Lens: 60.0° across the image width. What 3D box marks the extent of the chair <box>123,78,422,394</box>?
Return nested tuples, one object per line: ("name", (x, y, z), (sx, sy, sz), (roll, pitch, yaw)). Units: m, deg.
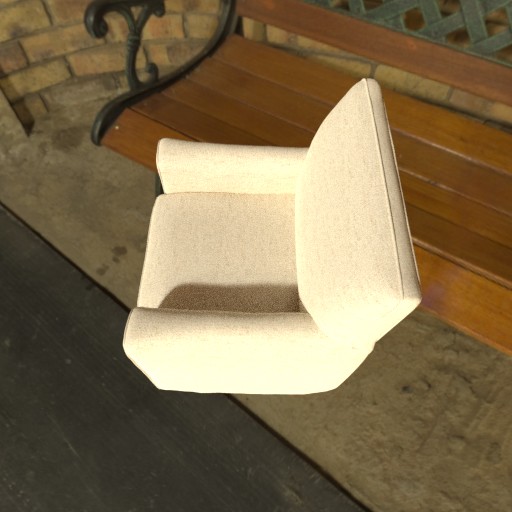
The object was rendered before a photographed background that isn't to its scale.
("chair", (0.000, 0.000, 1.641), (0.823, 0.943, 0.870), (1, 59, 0))
